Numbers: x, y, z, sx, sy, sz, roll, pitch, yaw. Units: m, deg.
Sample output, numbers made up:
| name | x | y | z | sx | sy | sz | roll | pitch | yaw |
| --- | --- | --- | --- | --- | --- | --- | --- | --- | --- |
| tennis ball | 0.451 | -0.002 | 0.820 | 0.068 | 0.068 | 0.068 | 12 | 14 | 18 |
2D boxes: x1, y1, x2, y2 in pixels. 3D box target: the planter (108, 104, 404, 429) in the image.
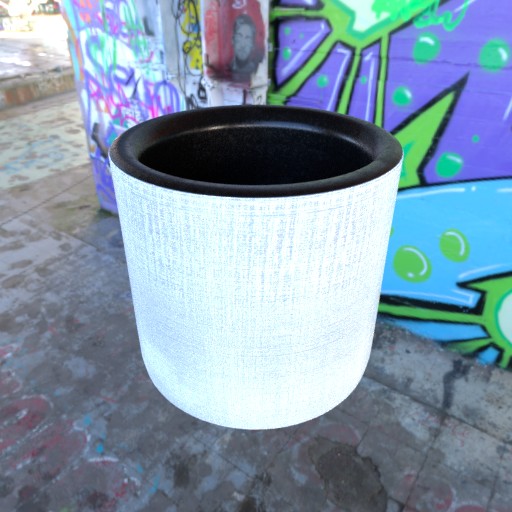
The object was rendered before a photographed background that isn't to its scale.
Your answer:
| name | x | y | z | sx | sy | sz | roll | pitch | yaw |
| --- | --- | --- | --- | --- | --- | --- | --- | --- | --- |
| planter | 0.000 | 0.000 | 0.285 | 0.160 | 0.156 | 0.160 | 0 | 32 | 0 |
